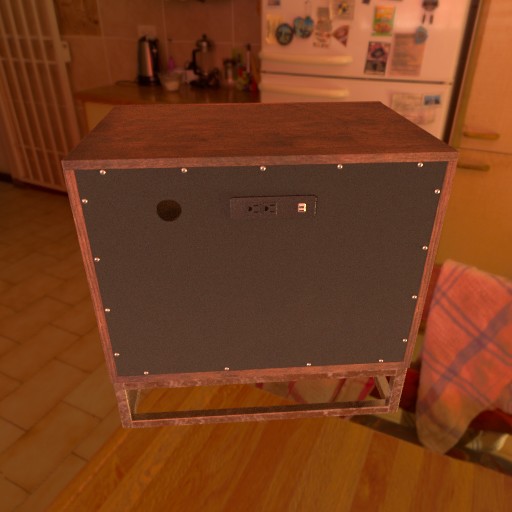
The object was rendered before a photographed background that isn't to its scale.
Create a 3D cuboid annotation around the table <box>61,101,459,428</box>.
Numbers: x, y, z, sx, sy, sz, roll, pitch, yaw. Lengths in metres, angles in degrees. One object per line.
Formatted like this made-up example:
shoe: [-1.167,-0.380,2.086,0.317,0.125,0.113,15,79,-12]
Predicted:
table: [0.000,0.000,1.262,0.767,0.746,0.542,-2,30,-4]
